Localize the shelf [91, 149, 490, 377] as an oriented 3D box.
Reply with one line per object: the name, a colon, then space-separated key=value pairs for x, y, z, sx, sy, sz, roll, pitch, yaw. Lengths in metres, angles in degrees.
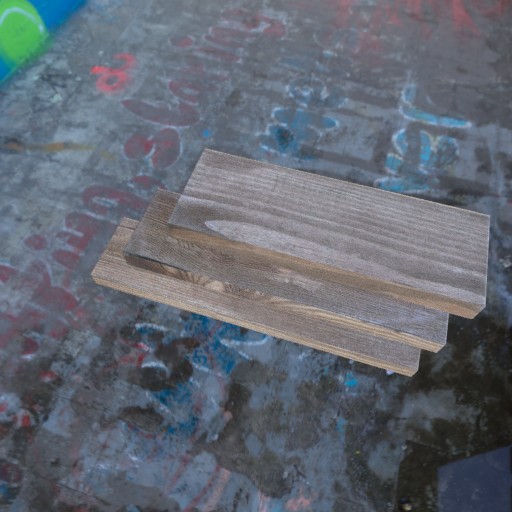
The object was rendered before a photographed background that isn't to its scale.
shelf: x=0.000 y=0.000 z=0.728 sx=0.610 sy=0.293 sz=0.140 roll=15 pitch=60 yaw=9
